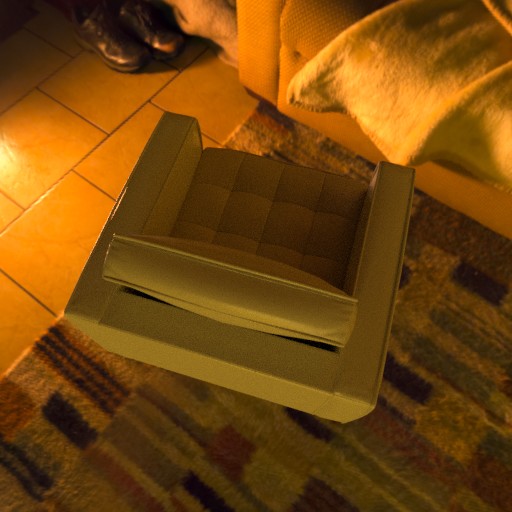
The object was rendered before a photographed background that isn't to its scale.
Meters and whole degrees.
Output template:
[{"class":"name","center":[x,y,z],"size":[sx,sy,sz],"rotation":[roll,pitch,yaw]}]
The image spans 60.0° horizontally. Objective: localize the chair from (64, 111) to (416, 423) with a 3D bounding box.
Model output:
[{"class":"chair","center":[0.000,0.000,1.520],"size":[0.928,0.773,0.843],"rotation":[15,65,7]}]
